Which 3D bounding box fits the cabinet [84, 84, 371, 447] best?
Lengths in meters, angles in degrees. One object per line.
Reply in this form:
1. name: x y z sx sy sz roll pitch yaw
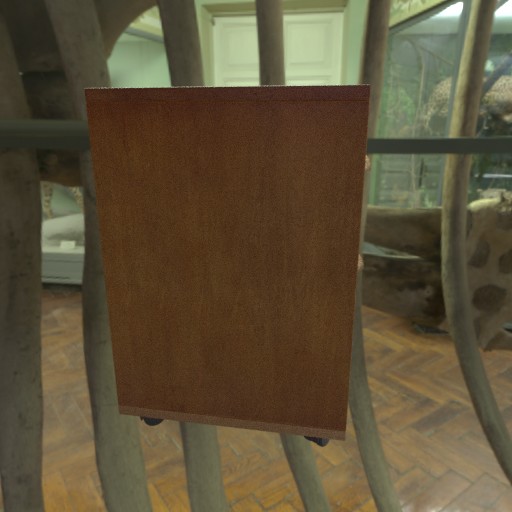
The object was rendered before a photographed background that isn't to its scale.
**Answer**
1. cabinet: 0.000 0.000 0.845 0.401 0.579 0.409 3 17 10
